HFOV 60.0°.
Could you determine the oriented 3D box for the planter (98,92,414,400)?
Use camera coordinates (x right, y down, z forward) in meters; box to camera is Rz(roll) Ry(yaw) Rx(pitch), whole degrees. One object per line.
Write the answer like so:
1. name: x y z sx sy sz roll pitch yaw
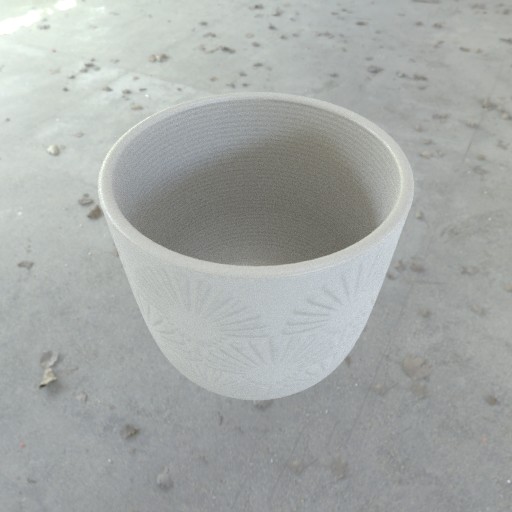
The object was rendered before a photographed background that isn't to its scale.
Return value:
1. planter: 0.000 0.000 0.216 0.124 0.109 0.124 0 46 0
